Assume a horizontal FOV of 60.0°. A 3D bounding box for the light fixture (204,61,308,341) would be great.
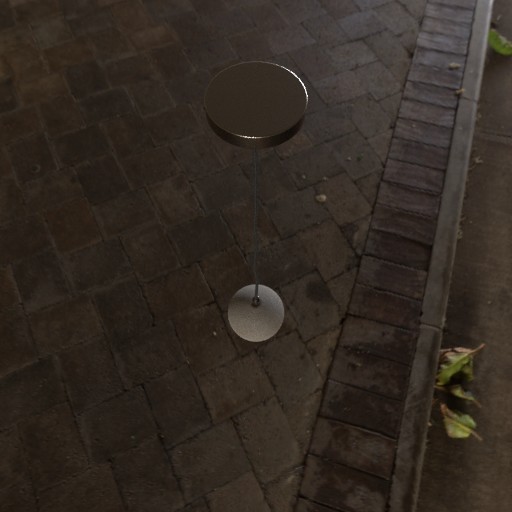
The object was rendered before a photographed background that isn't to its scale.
[{"bbox_3d":[0.000,0.000,0.816,0.139,0.764,0.139,-36,69,-16],"label":"light fixture"}]
